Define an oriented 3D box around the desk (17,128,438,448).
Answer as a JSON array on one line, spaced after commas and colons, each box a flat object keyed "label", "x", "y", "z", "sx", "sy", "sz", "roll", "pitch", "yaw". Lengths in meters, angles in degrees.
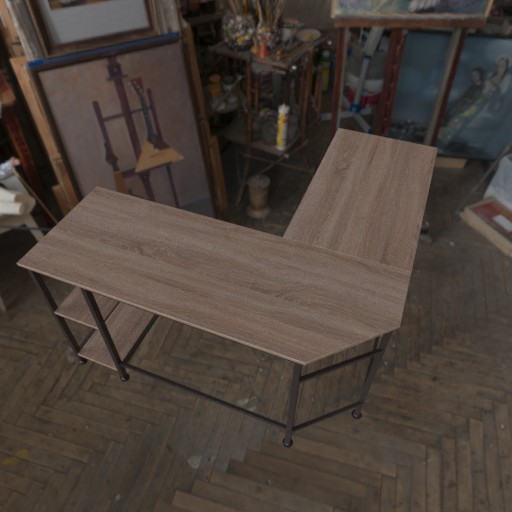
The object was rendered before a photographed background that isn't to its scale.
[{"label": "desk", "x": 0.000, "y": 0.000, "z": 2.191, "sx": 1.379, "sy": 0.739, "sz": 1.379, "roll": 16, "pitch": 49, "yaw": 15}]
